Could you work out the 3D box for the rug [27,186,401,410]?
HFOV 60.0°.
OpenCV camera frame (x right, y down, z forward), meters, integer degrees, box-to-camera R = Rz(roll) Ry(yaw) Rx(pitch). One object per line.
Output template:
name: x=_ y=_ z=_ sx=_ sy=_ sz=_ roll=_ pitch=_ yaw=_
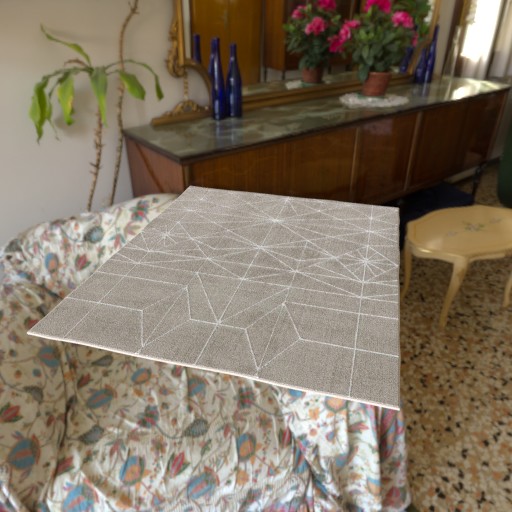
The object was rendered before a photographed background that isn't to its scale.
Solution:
rug: x=0.000 y=0.000 z=0.876 sx=0.548 sy=0.006 sz=0.639 roll=8 pitch=31 yaw=13
